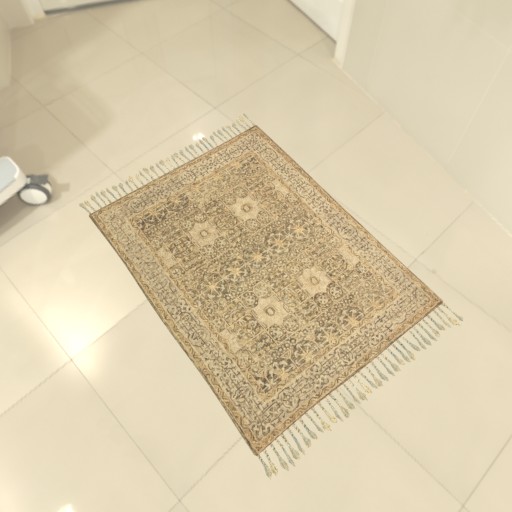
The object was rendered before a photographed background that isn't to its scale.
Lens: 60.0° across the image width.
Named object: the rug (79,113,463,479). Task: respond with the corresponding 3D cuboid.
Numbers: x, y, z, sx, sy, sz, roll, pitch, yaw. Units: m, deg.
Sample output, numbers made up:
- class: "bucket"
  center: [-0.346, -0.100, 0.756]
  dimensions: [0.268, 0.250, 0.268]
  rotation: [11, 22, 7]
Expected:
- class: "rug"
  center: [0.000, 0.000, 3.177]
  dimensions: [1.619, 0.023, 2.465]
  rotation: [-33, 65, -18]
